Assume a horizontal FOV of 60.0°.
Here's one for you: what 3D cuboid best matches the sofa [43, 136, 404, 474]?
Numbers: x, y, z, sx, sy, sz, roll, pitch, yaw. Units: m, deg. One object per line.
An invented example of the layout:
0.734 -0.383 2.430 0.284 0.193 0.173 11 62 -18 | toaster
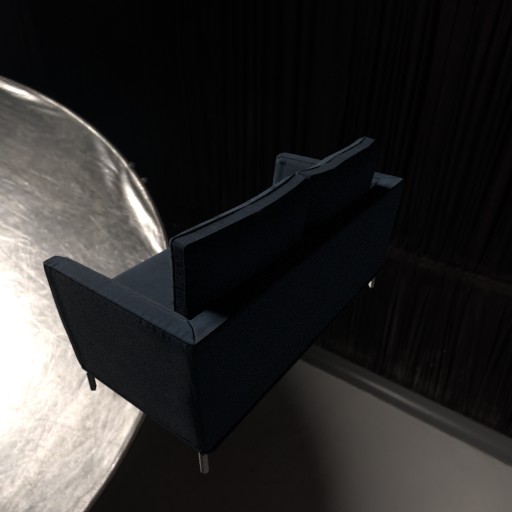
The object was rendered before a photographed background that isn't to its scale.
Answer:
0.000 0.000 2.290 0.853 1.002 1.770 21 36 31 | sofa
